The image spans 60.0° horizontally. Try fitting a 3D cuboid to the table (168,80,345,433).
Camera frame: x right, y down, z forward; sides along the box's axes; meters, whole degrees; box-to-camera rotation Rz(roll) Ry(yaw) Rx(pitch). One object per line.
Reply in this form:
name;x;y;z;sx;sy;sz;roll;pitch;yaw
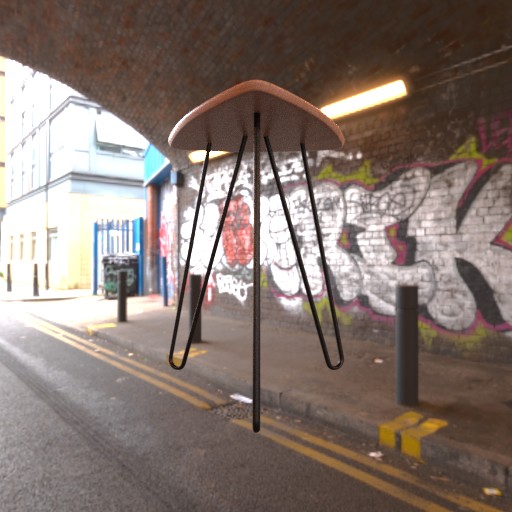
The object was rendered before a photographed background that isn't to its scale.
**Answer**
table;0.000;0.000;0.911;0.442;0.564;0.455;0;0;0
